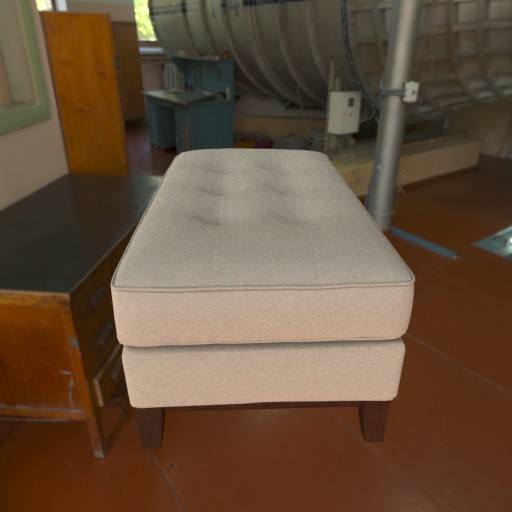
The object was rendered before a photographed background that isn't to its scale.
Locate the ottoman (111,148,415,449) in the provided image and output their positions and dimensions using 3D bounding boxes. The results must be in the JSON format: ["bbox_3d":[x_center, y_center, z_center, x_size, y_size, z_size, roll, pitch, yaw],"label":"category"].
[{"bbox_3d":[0.000,0.000,1.467,0.648,0.508,1.143,-1,26,-2],"label":"ottoman"}]
